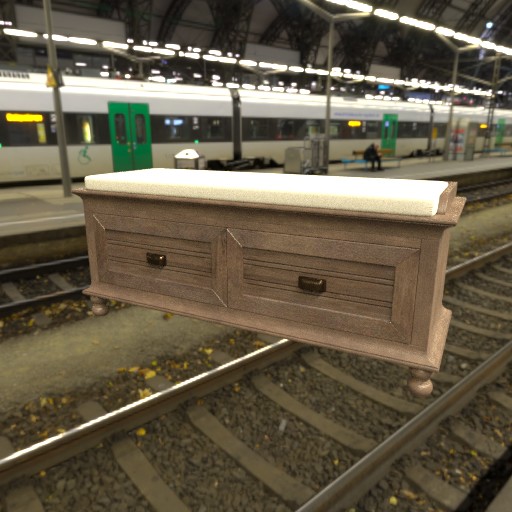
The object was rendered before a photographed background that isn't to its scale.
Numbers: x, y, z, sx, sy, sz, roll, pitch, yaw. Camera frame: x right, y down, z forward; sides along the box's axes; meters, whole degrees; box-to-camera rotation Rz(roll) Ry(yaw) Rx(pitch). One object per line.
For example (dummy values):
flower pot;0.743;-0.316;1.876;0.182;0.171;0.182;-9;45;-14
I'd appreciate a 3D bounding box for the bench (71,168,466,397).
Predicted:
bench;0.000;0.000;1.445;1.185;0.501;0.402;8;17;26
